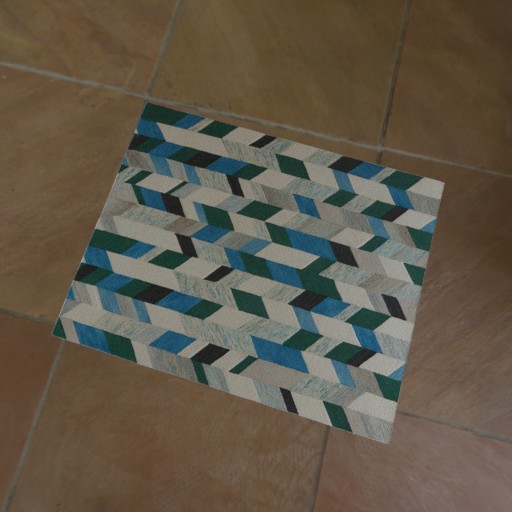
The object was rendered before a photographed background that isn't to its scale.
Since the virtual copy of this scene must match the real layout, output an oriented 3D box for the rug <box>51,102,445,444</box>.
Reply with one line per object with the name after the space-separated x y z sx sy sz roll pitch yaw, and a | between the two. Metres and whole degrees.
0.000 0.000 4.058 3.036 0.008 2.440 16 76 4 | rug
